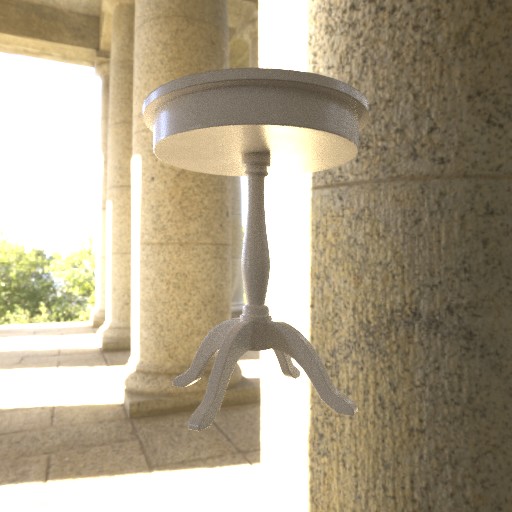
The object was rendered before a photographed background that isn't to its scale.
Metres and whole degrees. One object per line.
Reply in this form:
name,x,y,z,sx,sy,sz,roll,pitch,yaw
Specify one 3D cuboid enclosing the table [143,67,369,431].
table,0.000,0.000,1.028,0.513,0.653,0.513,0,-1,0
